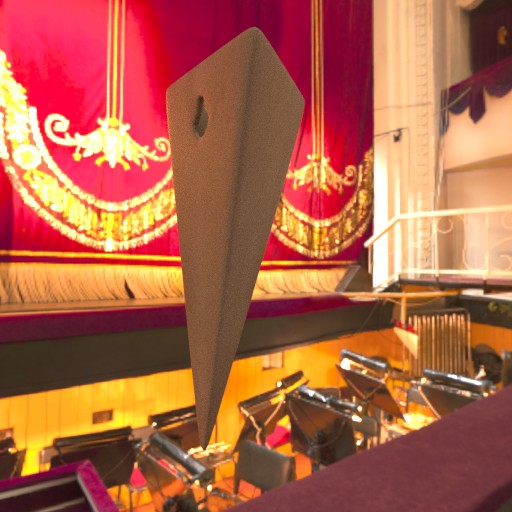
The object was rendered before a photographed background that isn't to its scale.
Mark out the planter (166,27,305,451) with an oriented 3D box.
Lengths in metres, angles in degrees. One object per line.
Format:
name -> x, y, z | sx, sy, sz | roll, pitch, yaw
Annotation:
planter -> 0.000, 0.000, 0.279 | 0.081, 0.224, 0.101 | 1, -1, -36
